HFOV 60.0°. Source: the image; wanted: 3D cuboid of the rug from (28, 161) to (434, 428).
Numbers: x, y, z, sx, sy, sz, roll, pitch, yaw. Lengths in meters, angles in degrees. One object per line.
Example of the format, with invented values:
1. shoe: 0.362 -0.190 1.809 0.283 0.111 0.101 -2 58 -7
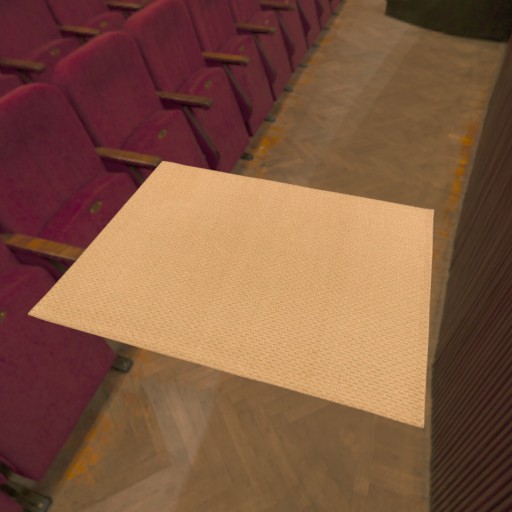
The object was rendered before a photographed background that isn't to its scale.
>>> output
1. rug: 0.000 0.000 3.814 2.897 0.035 2.277 12 45 13
